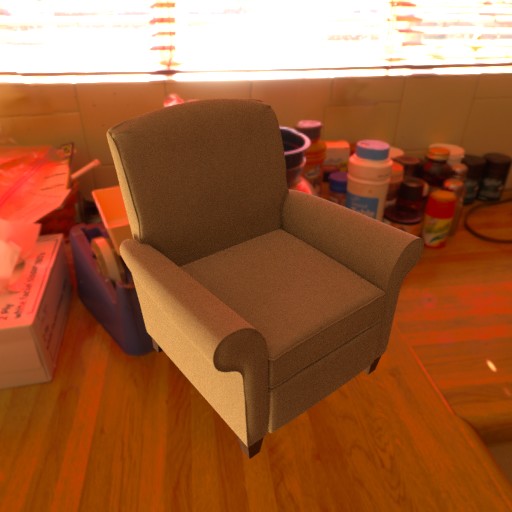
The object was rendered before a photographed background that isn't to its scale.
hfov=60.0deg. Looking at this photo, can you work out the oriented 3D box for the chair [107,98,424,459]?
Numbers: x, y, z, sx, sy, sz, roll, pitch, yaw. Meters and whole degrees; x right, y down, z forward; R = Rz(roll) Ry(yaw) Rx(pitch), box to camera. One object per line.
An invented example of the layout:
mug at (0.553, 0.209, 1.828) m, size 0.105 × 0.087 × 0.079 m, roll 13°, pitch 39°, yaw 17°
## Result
chair at (0.000, 0.000, 1.782) m, size 0.978 × 1.061 × 0.905 m, roll -22°, pitch 38°, yaw -32°
